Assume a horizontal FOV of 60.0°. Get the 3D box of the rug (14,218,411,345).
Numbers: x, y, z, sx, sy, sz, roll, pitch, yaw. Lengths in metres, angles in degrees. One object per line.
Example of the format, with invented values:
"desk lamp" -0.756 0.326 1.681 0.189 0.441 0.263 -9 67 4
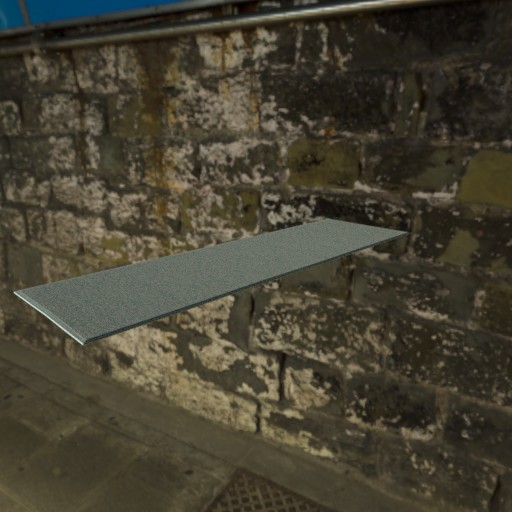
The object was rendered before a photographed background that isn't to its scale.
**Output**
"rug" 0.000 0.000 2.367 2.196 0.011 0.662 -15 22 -43
